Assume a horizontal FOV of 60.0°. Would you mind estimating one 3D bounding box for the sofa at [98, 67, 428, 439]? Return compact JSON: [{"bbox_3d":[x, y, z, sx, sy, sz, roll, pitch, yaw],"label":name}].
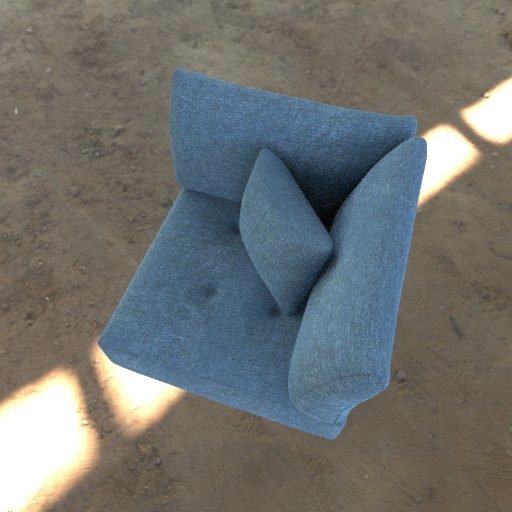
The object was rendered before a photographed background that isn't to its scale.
[{"bbox_3d":[0.000,0.000,1.716,1.000,0.820,1.000,16,59,10],"label":"sofa"}]
